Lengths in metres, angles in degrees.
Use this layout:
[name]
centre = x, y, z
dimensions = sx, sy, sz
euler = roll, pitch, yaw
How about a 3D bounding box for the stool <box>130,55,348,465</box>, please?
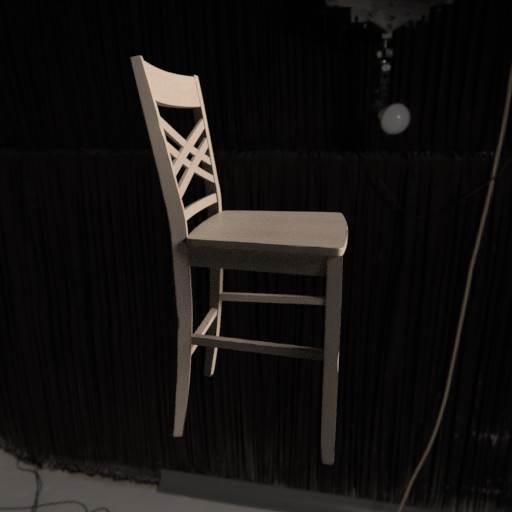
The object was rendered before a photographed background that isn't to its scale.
[stool]
centre = 0.000, 0.000, 1.355
dimensions = 0.539, 1.079, 0.462
euler = 3, 17, 10
